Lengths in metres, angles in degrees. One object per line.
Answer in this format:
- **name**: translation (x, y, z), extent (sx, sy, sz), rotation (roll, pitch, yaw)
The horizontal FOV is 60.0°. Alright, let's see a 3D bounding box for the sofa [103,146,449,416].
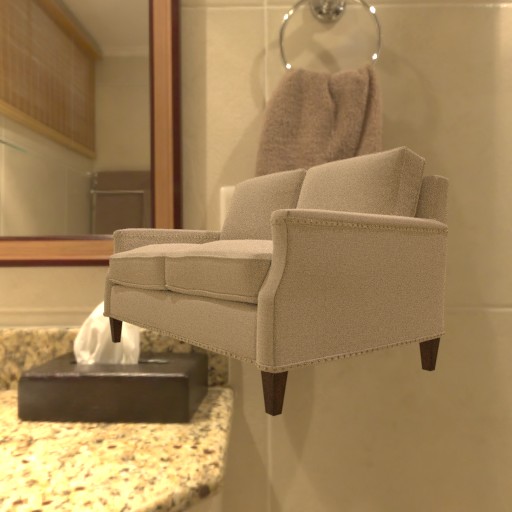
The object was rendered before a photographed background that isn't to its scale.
- **sofa**: translation (0.000, 0.000, 2.286), extent (1.084, 1.003, 1.597), rotation (0, 0, -37)
